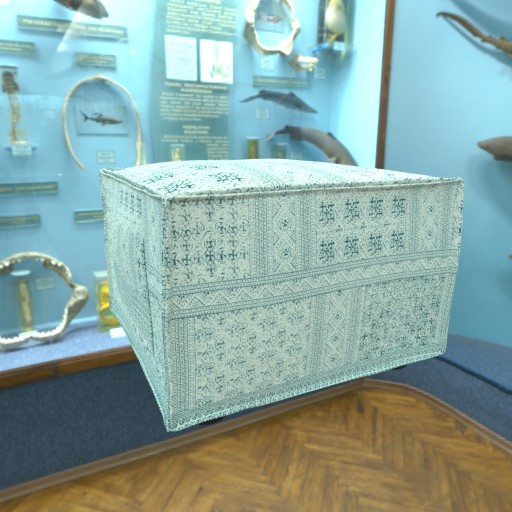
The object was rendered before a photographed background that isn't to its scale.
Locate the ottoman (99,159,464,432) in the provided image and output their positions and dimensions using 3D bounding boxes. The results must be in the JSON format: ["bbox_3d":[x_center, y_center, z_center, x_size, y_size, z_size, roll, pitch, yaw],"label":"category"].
[{"bbox_3d":[0.000,0.000,1.037,0.626,0.439,0.617,-7,16,-25],"label":"ottoman"}]
